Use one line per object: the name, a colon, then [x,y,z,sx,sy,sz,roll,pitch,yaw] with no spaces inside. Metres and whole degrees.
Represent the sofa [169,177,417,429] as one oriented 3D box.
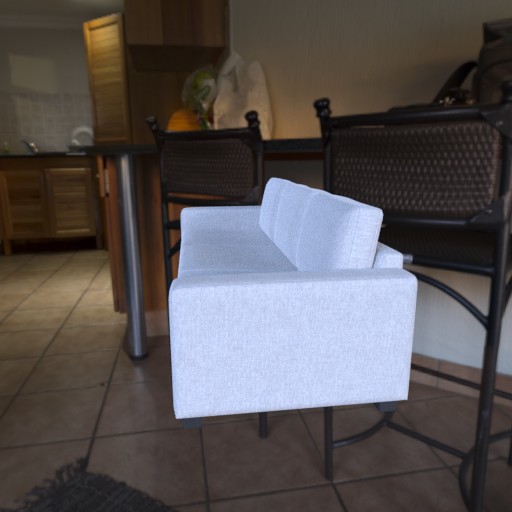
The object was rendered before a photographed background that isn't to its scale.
sofa: [0.000,0.000,2.577,0.900,0.800,2.120,-2,14,-8]
